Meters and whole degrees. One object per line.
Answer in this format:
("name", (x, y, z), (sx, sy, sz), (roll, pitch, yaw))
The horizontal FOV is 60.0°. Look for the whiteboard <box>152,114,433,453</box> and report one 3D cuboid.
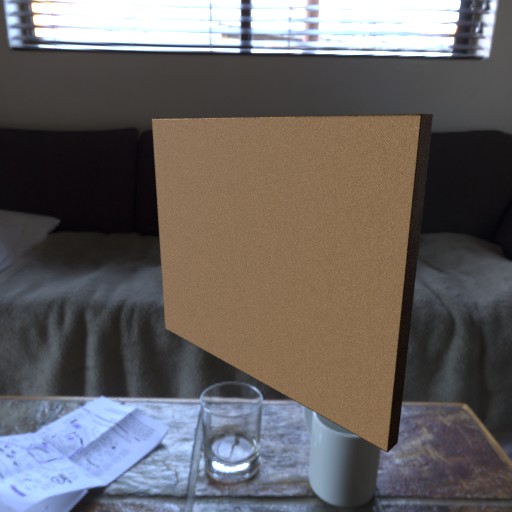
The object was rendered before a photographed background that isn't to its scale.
("whiteboard", (0.000, 0.000, 0.765), (0.029, 0.457, 0.561), (-16, 22, -42))
